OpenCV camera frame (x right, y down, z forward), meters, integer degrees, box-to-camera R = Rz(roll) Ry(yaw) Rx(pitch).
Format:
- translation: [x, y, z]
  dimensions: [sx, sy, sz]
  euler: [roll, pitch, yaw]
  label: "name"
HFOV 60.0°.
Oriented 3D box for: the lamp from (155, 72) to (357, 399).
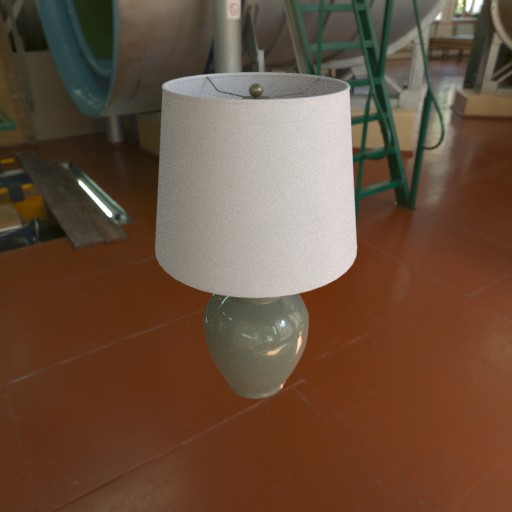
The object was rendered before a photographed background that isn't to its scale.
- translation: [0.000, 0.000, 0.546]
  dimensions: [0.239, 0.399, 0.239]
  euler: [0, 29, 0]
  label: "lamp"
